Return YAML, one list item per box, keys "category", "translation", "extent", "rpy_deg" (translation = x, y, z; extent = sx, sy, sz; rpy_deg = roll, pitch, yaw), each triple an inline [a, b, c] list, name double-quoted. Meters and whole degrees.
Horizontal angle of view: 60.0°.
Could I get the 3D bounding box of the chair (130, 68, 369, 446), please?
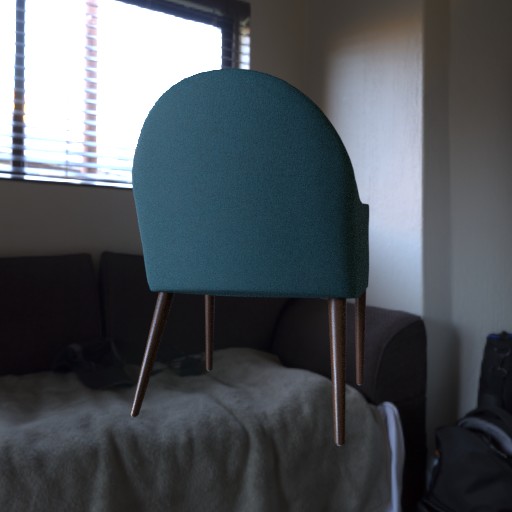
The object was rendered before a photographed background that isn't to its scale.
- category: "chair"
  translation: [0.000, 0.000, 1.370]
  extent: [0.656, 0.907, 0.652]
  rpy_deg: [0, 1, 19]
